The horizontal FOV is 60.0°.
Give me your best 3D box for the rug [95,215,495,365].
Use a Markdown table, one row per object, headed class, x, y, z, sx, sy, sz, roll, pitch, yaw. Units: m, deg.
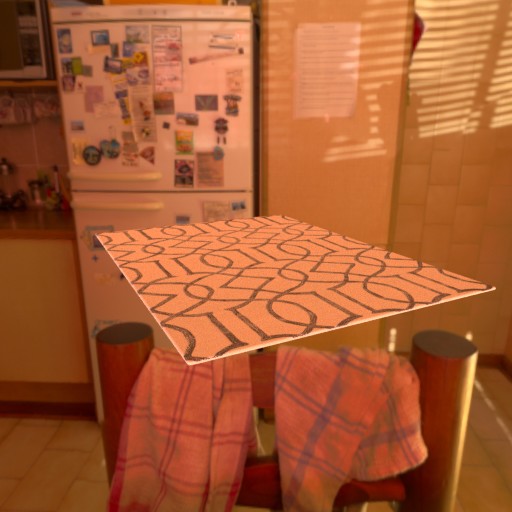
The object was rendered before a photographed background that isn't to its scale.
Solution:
| class | x | y | z | sx | sy | sz | roll | pitch | yaw |
| --- | --- | --- | --- | --- | --- | --- | --- | --- | --- |
| rug | 0.000 | 0.000 | 3.791 | 2.211 | 0.021 | 2.910 | -8 | 18 | -26 |
